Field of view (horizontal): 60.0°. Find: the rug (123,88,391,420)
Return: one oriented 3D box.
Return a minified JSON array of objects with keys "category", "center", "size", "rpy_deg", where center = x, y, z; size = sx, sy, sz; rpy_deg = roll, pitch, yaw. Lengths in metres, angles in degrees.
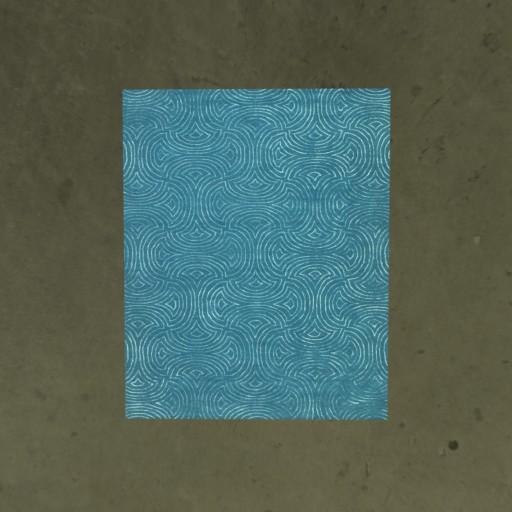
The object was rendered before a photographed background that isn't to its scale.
[{"category":"rug","center":[0.000,0.000,4.069],"size":[2.432,0.012,3.033],"rpy_deg":[0,92,1]}]
